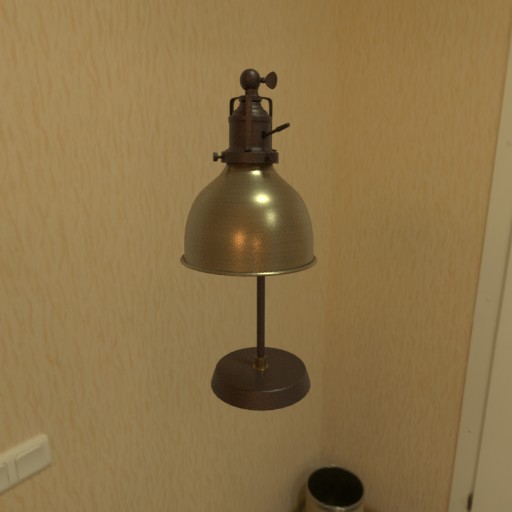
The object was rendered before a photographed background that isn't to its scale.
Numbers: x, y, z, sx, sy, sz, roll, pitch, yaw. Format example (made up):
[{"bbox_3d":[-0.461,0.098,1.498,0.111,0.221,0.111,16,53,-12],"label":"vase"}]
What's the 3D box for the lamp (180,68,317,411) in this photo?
[{"bbox_3d":[0.000,0.000,0.616,0.175,0.469,0.298,3,15,10],"label":"lamp"}]
